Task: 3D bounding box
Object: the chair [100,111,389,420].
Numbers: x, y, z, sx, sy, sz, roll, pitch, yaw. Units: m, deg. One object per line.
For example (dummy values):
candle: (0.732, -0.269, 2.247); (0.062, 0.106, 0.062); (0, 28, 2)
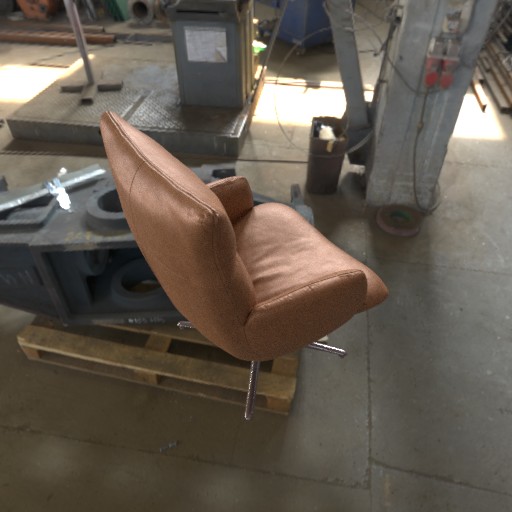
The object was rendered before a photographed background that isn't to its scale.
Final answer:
chair: (0.000, 0.000, 1.571); (0.794, 1.027, 0.711); (-26, 48, -25)
